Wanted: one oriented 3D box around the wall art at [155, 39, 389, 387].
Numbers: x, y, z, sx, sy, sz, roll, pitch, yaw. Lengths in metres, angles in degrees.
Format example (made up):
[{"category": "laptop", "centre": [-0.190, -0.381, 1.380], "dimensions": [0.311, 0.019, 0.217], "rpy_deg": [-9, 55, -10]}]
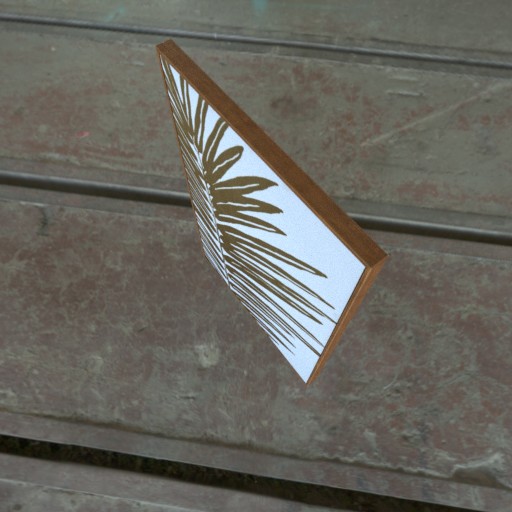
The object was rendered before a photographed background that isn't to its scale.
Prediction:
[{"category": "wall art", "centre": [0.000, 0.000, 1.175], "dimensions": [0.037, 0.914, 0.610], "rpy_deg": [-34, 68, -16]}]
